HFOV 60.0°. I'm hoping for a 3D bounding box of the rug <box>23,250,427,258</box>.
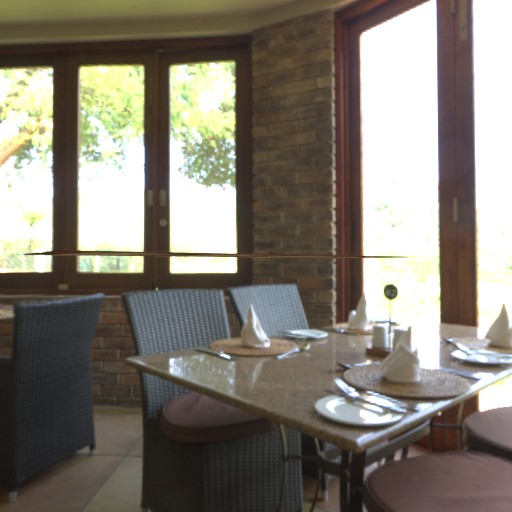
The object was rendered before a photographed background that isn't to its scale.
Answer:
[{"bbox_3d":[0.000,0.000,2.724,2.437,0.006,0.792,1,-1,-37],"label":"rug"}]
